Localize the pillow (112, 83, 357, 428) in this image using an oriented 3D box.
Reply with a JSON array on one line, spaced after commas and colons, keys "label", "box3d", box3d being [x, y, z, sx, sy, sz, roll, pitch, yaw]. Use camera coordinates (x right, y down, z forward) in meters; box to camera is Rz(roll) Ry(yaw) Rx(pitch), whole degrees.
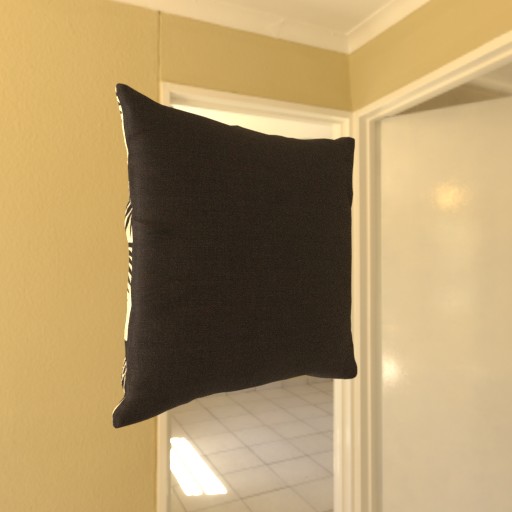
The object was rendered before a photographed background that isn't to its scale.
[{"label": "pillow", "box3d": [0.000, 0.000, 0.677, 0.432, 0.432, 0.139, 1, -1, -35]}]
